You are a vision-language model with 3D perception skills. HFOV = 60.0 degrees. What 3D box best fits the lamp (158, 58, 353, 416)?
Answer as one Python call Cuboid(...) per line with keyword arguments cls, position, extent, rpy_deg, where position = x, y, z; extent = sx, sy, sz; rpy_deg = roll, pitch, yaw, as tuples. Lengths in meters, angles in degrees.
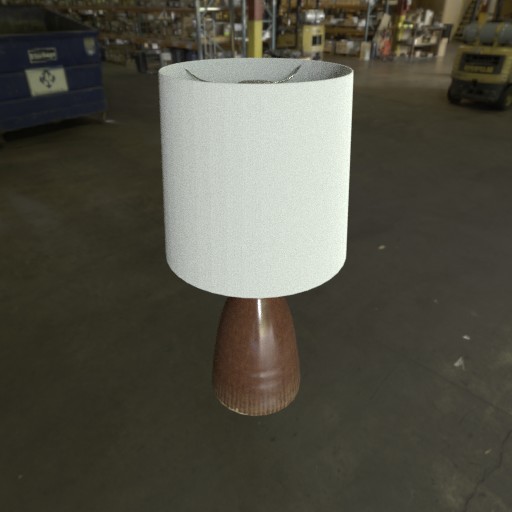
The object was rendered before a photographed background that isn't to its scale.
Cuboid(cls="lamp", position=(0.000, 0.000, 0.471), extent=(0.186, 0.369, 0.186), rpy_deg=(0, 30, 0))
